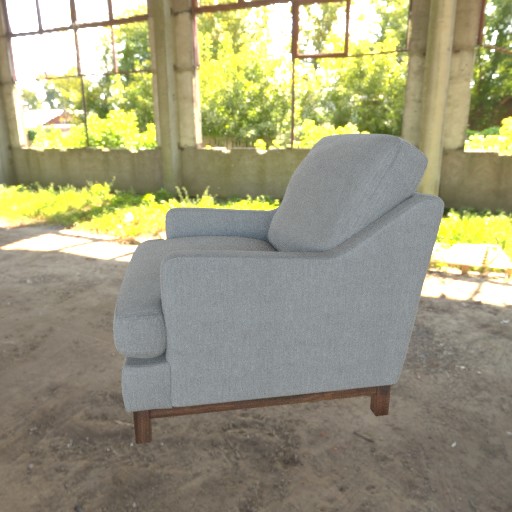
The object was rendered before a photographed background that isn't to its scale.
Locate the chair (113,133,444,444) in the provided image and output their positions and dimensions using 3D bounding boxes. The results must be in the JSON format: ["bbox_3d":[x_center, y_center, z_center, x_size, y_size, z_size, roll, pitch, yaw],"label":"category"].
[{"bbox_3d":[0.000,0.000,1.540,0.892,0.821,0.826,-3,15,-10],"label":"chair"}]
